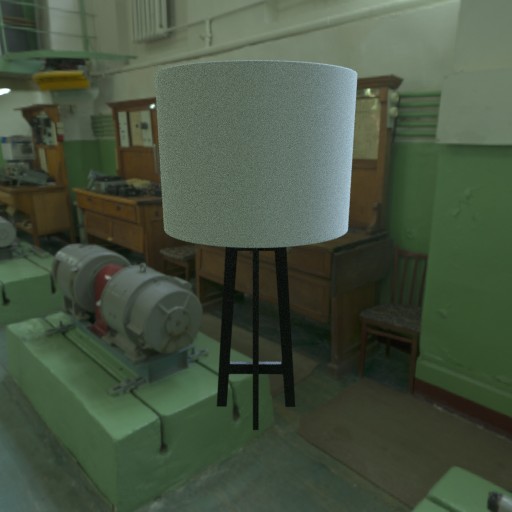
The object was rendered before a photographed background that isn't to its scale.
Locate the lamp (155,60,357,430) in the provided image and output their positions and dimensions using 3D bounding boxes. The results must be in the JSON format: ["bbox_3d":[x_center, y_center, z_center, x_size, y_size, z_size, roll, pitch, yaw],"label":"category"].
[{"bbox_3d":[0.000,0.000,0.638,0.257,0.489,0.257,-14,21,-43],"label":"lamp"}]
